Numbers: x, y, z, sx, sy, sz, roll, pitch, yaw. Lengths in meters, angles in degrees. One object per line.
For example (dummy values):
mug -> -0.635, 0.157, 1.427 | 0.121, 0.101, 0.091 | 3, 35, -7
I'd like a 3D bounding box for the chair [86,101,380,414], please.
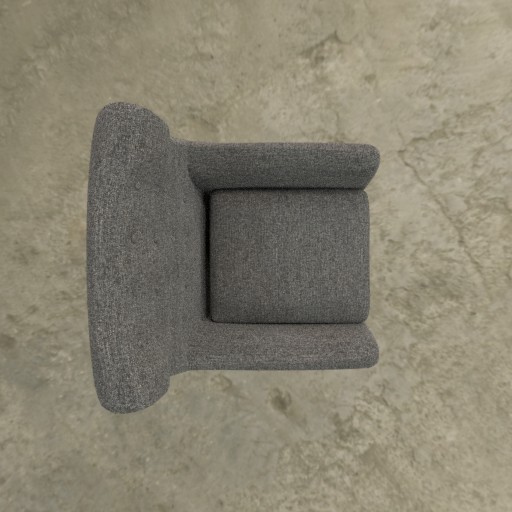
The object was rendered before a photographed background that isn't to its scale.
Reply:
chair -> 0.000, 0.000, 1.721 | 0.940, 1.039, 0.889 | 0, 91, 1
